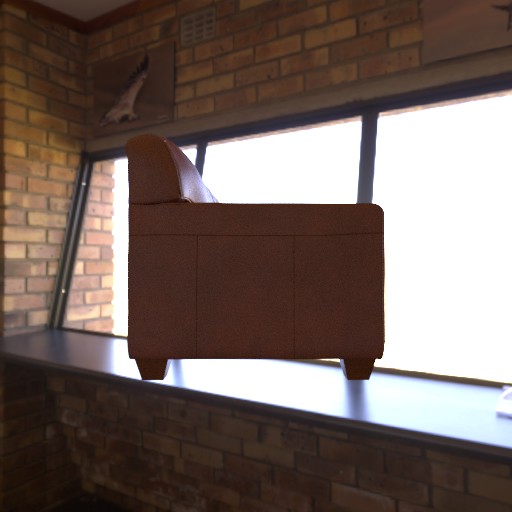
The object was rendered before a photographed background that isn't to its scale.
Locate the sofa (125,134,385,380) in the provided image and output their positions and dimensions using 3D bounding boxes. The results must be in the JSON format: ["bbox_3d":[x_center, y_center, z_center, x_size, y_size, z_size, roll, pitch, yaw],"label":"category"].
[{"bbox_3d":[0.000,0.000,2.617,1.008,0.953,2.039,0,-1,0],"label":"sofa"}]
